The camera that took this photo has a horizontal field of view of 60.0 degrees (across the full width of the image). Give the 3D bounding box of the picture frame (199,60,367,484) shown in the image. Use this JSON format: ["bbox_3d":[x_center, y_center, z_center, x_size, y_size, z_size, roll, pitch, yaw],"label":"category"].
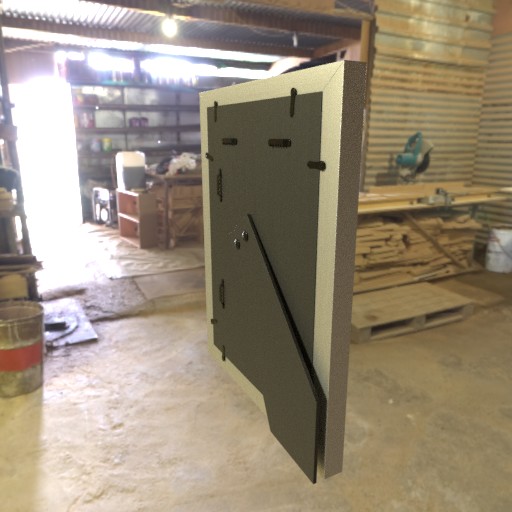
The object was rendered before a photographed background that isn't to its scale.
[{"bbox_3d":[0.000,0.000,0.523,0.036,0.386,0.307,-8,17,-27],"label":"picture frame"}]
